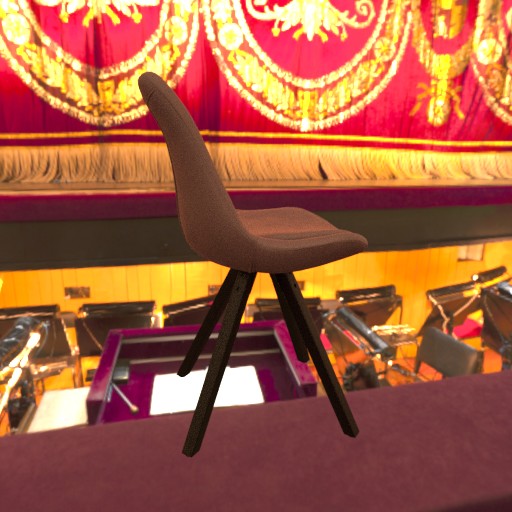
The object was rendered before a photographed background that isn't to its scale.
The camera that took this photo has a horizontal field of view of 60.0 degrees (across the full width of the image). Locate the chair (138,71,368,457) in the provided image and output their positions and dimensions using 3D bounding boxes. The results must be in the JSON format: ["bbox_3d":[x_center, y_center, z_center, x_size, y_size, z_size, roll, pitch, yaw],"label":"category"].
[{"bbox_3d":[0.000,0.000,1.175,0.547,0.865,0.483,-3,15,-11],"label":"chair"}]
